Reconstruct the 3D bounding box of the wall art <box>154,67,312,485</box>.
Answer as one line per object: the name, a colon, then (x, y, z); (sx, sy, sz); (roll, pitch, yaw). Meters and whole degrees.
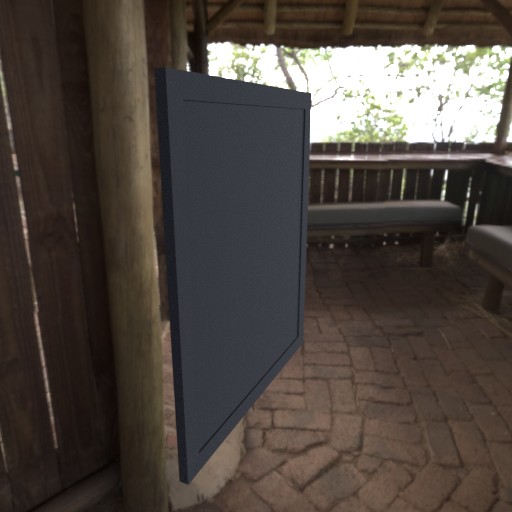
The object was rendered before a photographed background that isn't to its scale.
wall art: (0.000, 0.000, 0.498); (0.010, 0.361, 0.311); (8, 18, 25)
